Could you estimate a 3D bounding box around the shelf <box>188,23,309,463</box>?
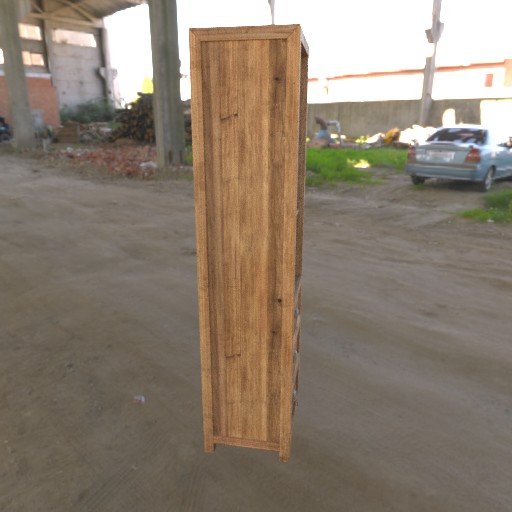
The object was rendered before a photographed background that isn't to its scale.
[{"bbox_3d":[0.000,0.000,2.122,0.428,1.900,0.500,3,17,10],"label":"shelf"}]
